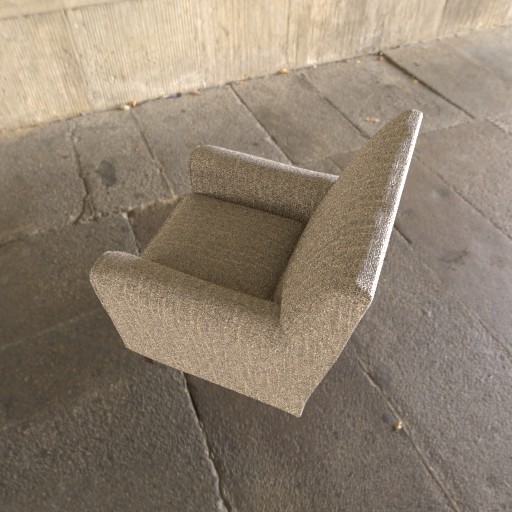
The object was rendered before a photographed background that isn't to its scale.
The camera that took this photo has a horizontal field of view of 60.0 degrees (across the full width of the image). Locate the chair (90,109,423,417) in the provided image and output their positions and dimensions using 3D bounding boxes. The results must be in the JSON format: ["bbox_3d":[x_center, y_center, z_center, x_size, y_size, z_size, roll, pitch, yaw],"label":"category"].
[{"bbox_3d":[0.000,0.000,1.660,0.873,0.928,0.864,16,49,15],"label":"chair"}]
